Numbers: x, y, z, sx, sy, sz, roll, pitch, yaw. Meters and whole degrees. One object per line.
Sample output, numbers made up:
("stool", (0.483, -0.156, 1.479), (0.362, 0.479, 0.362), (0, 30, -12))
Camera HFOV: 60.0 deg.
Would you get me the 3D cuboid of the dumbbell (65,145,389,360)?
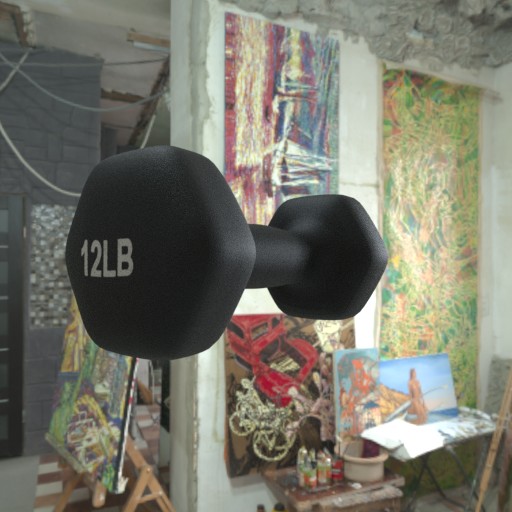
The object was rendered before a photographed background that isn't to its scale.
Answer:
("dumbbell", (0.000, 0.000, 0.295), (0.112, 0.101, 0.231), (-1, -1, 37))
